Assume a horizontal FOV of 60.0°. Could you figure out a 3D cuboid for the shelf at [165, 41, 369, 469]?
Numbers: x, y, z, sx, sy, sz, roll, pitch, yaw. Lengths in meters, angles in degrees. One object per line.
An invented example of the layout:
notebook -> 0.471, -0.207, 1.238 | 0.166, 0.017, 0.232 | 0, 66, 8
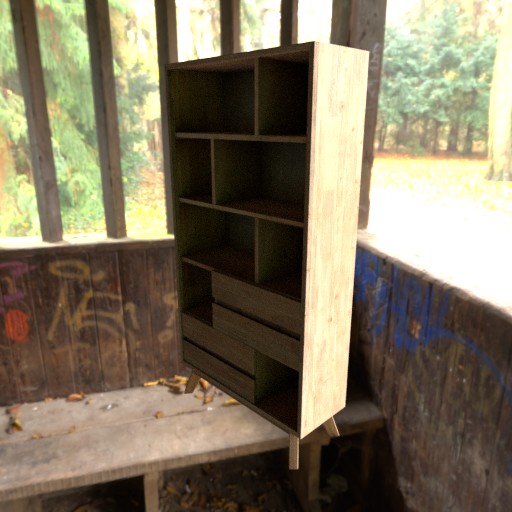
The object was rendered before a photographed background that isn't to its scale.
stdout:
shelf -> 0.000, 0.000, 1.792 | 0.308, 1.471, 0.748 | -16, 23, -42
